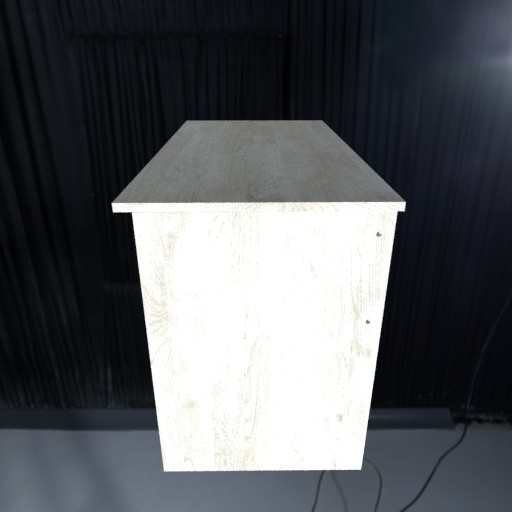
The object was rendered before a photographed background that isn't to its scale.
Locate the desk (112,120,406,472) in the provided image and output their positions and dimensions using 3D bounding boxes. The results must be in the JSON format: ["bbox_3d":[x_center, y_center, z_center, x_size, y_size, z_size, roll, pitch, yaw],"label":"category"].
[{"bbox_3d":[0.000,0.000,1.493,0.560,0.730,1.096,0,25,-1],"label":"desk"}]
